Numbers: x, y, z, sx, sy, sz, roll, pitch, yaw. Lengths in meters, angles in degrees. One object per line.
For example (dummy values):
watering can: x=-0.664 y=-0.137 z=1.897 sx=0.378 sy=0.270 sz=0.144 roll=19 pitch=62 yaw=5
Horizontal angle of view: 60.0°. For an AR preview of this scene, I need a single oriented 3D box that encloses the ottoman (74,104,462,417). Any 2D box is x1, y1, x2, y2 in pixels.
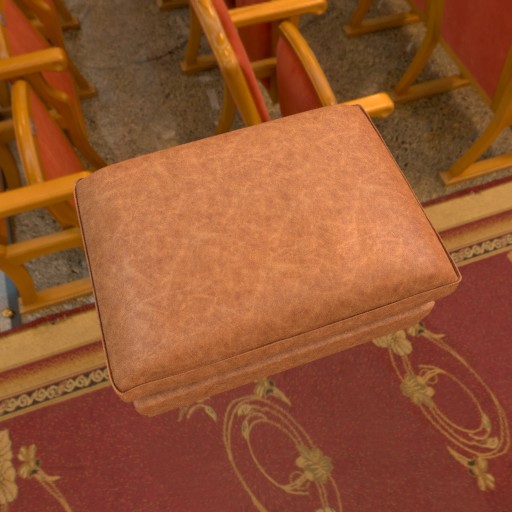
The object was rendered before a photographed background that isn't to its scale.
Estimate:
ottoman: x=0.000 y=0.000 z=1.074 sx=0.710 sy=0.480 sz=0.533 roll=-17 pitch=66 yaw=-8
